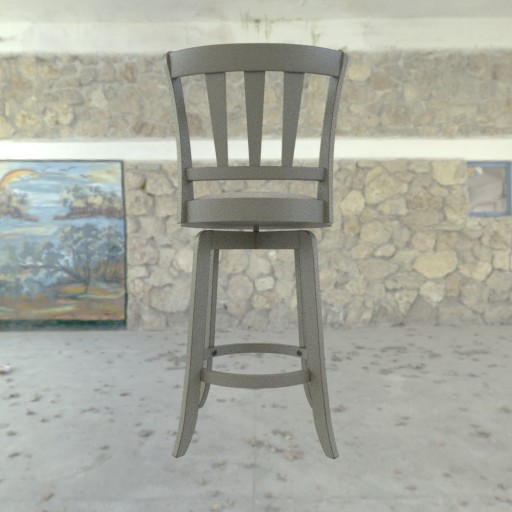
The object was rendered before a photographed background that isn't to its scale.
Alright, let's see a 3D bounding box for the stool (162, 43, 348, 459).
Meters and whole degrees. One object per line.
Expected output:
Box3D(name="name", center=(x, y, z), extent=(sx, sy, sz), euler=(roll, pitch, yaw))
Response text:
Box3D(name="stool", center=(0.000, 0.000, 1.236), extent=(0.450, 0.994, 0.486), euler=(0, 1, 1))
